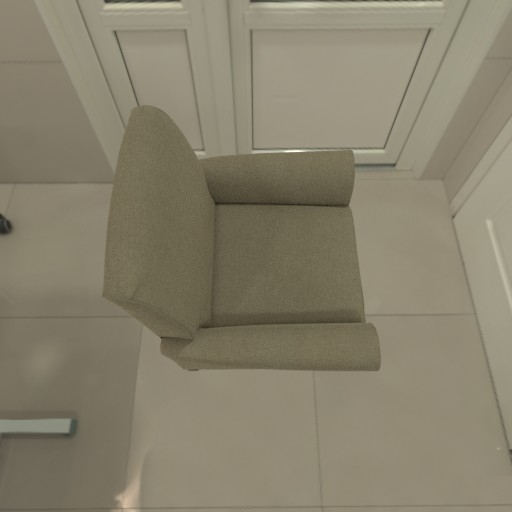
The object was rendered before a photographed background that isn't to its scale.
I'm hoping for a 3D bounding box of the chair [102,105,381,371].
[{"bbox_3d":[0.000,0.000,1.843,0.905,1.061,0.978,0,63,0],"label":"chair"}]
